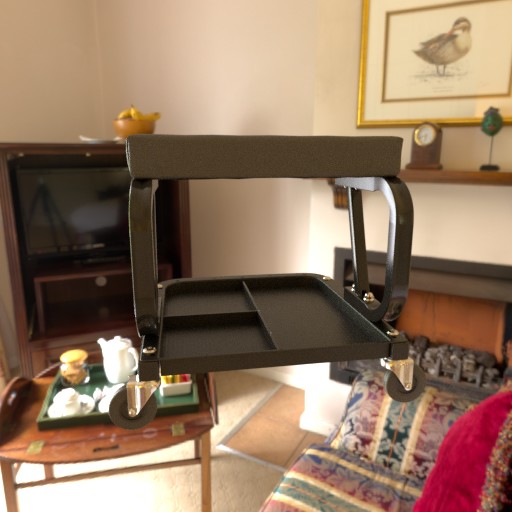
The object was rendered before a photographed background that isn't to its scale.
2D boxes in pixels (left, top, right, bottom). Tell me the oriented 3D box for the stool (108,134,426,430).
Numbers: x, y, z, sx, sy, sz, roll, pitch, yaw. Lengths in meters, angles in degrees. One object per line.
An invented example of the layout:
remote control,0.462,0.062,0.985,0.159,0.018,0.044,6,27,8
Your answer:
stool,0.000,0.000,0.735,0.446,0.380,0.371,-2,13,-10
